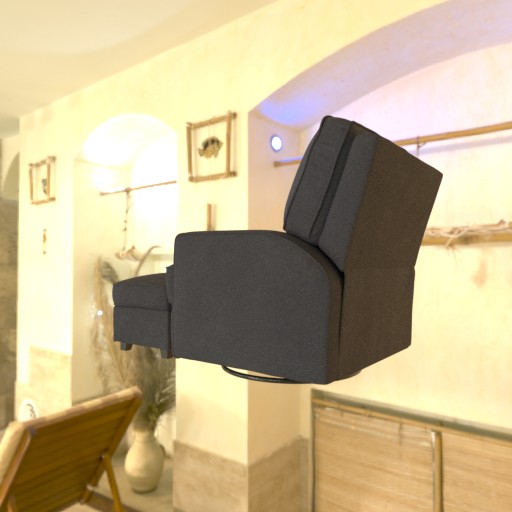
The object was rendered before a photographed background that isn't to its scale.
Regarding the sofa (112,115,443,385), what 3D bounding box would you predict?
[{"bbox_3d":[0.000,0.000,2.058,1.472,0.959,0.861,-1,-1,37],"label":"sofa"}]
